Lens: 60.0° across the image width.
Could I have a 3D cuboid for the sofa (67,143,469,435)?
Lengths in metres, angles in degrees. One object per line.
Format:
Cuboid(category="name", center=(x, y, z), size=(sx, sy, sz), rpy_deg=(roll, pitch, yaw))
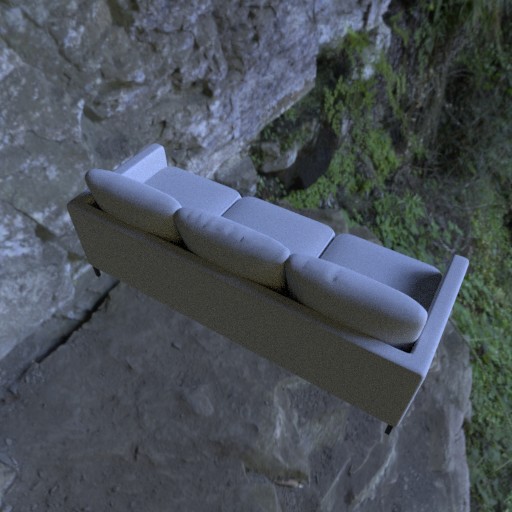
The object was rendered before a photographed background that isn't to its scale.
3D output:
Cuboid(category="sofa", center=(0.000, 0.000, 2.702), size=(2.218, 0.874, 0.859), rpy_deg=(24, 51, 21))
